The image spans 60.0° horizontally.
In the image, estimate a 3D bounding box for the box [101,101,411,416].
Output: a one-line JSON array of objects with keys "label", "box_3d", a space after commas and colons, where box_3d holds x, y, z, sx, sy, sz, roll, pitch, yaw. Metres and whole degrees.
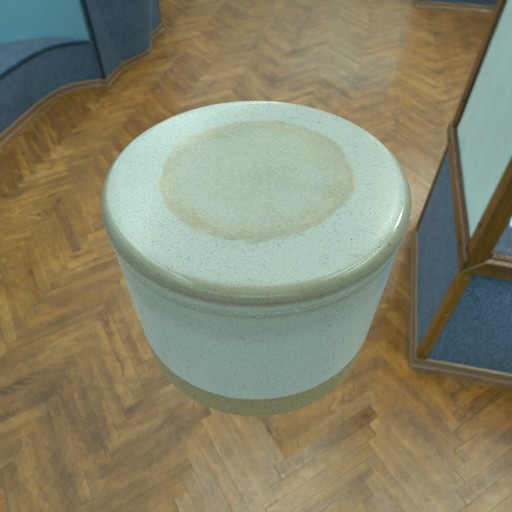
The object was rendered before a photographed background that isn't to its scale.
[{"label": "box", "box_3d": [0.000, 0.000, 0.266, 0.154, 0.123, 0.154, 0, 47, 0]}]
